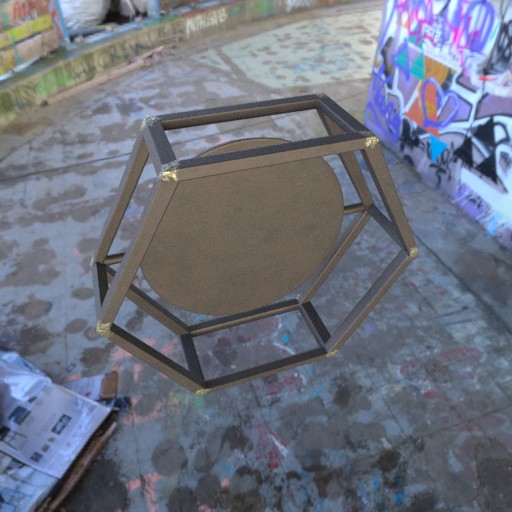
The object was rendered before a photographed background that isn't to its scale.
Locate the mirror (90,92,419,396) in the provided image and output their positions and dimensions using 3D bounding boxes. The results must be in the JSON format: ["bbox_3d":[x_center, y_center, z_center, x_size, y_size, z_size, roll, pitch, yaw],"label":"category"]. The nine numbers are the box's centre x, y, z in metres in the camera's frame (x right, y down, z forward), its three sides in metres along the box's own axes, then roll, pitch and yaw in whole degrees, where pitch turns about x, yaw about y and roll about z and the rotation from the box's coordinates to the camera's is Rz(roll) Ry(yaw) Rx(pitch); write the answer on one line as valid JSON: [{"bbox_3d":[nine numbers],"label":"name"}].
[{"bbox_3d":[0.000,0.000,0.536,0.380,0.334,0.119,-13,43,-14],"label":"mirror"}]
